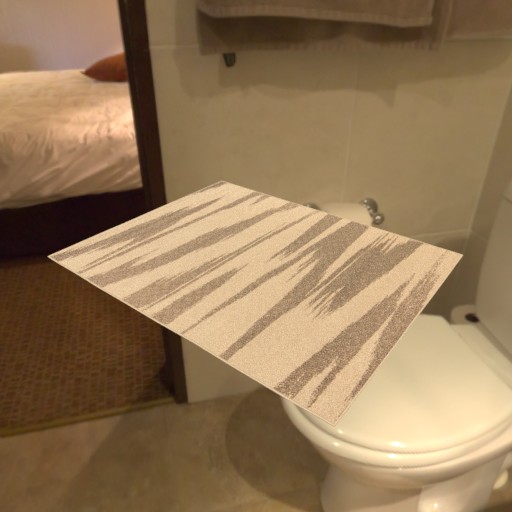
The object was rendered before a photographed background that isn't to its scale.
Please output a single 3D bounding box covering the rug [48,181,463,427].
[{"bbox_3d":[0.000,0.000,4.004,2.945,0.014,2.353,22,37,32],"label":"rug"}]
